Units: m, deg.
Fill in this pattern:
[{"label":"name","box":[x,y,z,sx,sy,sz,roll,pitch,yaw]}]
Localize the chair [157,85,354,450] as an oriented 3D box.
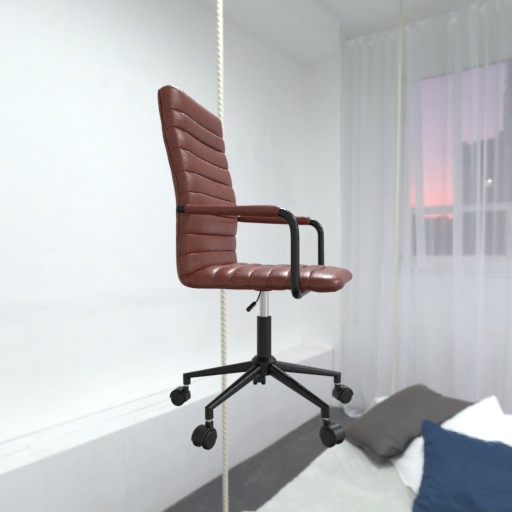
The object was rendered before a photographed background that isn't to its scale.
[{"label":"chair","box":[0.000,0.000,1.378,0.580,0.979,0.608,0,1,16]}]
